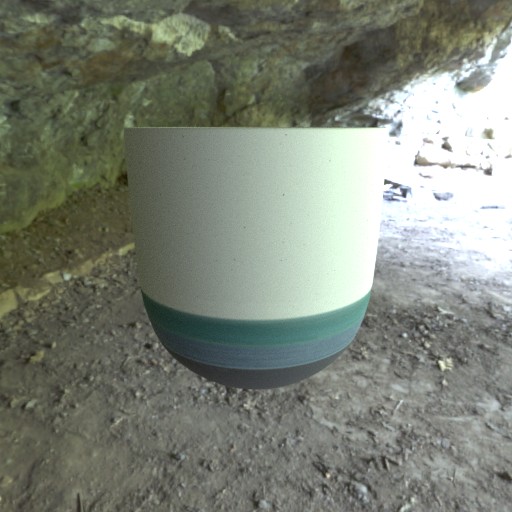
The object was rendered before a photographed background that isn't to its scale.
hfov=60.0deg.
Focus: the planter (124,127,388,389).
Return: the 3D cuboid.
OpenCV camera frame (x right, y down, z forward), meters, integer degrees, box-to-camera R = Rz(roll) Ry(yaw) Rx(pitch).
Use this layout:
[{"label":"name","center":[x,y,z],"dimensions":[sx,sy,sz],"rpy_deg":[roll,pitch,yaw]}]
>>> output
[{"label":"planter","center":[0.000,0.000,0.384],"dimensions":[0.204,0.214,0.204],"rpy_deg":[0,16,0]}]
